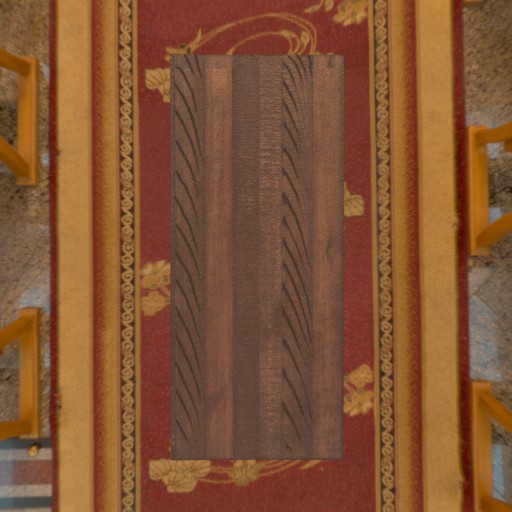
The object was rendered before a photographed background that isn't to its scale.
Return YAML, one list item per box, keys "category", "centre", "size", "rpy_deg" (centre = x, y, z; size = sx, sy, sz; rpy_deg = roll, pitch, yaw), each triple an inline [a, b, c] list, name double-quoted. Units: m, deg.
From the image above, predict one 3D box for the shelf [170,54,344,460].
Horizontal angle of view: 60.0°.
- category: "shelf"
  centre: [0.000, 0.000, 1.372]
  size: [0.352, 0.947, 0.822]
  rpy_deg: [0, 91, 0]
